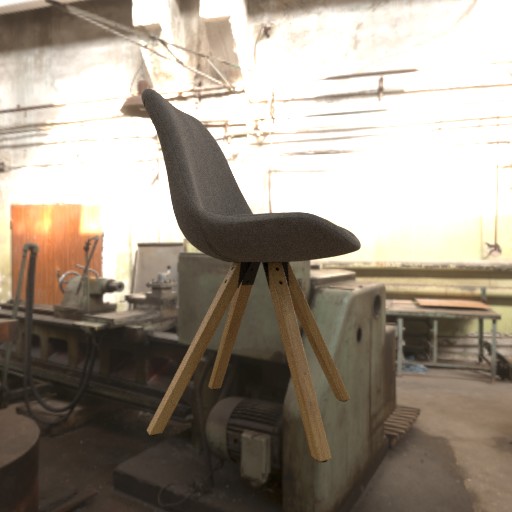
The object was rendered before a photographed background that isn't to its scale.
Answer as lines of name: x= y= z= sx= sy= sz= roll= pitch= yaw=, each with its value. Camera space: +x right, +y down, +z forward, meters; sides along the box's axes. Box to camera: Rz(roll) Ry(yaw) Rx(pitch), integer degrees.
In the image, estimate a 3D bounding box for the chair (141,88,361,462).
chair: x=0.000 y=0.000 z=1.195 sx=0.550 sy=0.865 sz=0.483 roll=0 pitch=0 yaw=18
